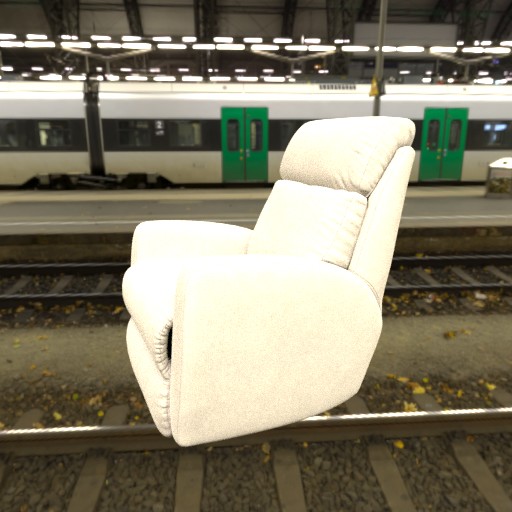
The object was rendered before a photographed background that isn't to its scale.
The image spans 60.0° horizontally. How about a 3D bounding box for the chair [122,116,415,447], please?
[{"bbox_3d":[0.000,0.000,1.687,0.941,1.015,0.812,-7,16,-24],"label":"chair"}]
